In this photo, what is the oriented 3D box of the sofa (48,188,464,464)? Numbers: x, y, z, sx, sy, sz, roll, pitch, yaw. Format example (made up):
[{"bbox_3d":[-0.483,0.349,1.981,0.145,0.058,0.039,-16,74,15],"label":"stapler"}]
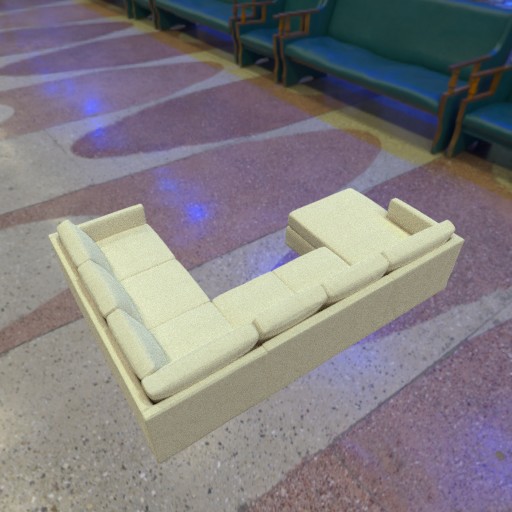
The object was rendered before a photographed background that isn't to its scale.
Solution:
[{"bbox_3d":[0.000,0.000,4.616,3.464,0.882,2.448,-25,47,-25],"label":"sofa"}]
